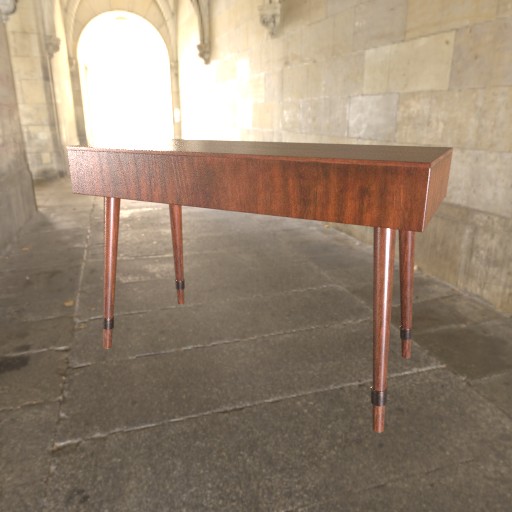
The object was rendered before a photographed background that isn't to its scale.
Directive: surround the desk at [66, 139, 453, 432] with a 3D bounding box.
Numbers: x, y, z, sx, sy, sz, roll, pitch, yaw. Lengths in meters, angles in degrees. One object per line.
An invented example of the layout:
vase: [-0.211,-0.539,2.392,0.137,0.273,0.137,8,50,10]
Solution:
desk: [0.000,0.000,2.148,1.577,1.031,0.734,9,20,26]
